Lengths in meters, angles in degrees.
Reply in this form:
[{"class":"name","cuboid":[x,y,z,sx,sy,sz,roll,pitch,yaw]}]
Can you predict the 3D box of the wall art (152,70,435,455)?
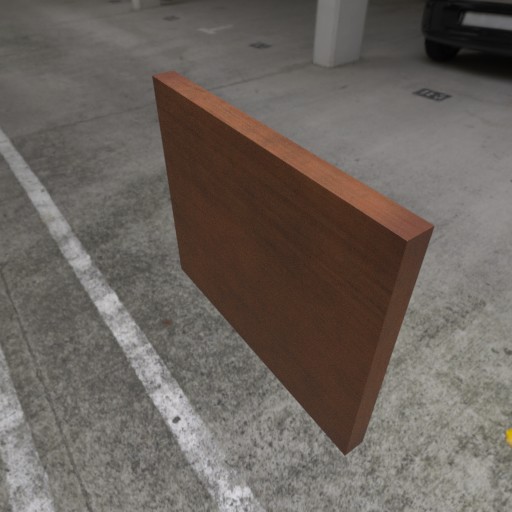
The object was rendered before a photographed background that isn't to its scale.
[{"class":"wall art","cuboid":[0.000,0.000,0.544,0.030,0.328,0.401,-25,47,-26]}]
